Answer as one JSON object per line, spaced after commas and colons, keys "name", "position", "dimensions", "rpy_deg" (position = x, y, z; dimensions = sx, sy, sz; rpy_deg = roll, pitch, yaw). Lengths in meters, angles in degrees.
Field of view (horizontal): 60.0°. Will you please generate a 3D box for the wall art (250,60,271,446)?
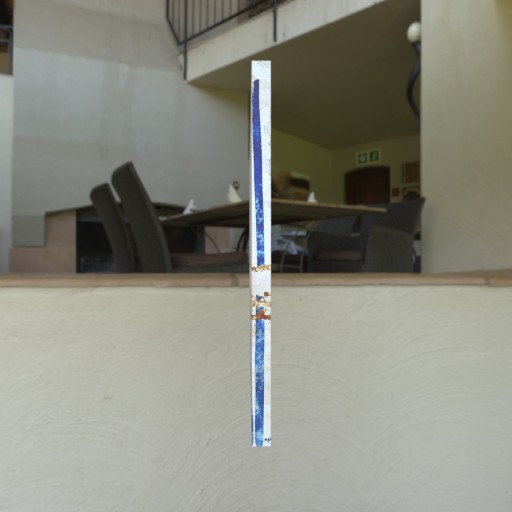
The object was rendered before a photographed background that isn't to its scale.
{"name": "wall art", "position": [0.000, 0.000, 1.440], "dimensions": [0.038, 0.757, 1.143], "rpy_deg": [0, -1, -1]}
